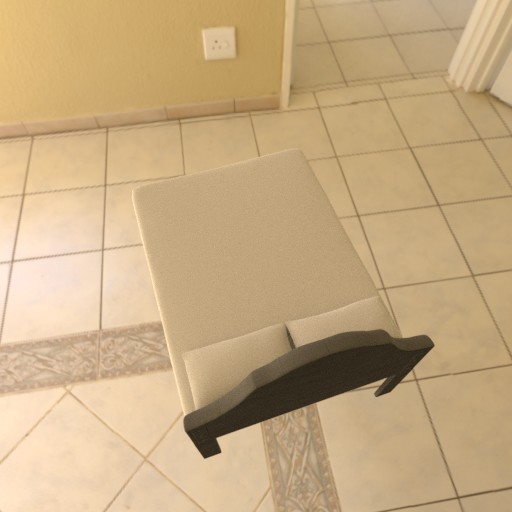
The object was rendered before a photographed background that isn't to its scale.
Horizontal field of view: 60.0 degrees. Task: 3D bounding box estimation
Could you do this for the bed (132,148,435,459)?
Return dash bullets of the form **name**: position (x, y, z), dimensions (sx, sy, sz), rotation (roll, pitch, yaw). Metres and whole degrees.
- **bed**: position (0.000, 0.000, 3.245), dimensions (1.636, 1.575, 2.155), rotation (-16, 60, -10)
